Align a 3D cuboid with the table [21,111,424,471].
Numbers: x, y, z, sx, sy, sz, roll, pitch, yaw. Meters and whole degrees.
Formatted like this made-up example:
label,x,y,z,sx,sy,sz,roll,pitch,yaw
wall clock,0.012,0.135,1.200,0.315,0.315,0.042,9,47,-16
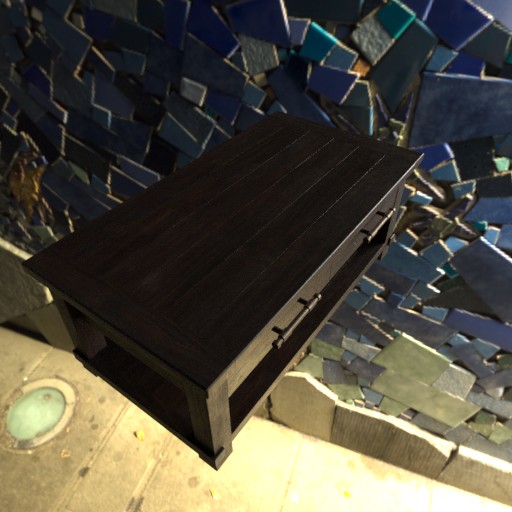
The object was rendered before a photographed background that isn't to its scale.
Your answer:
label,x,y,z,sx,sy,sz,roll,pitch,yaw
table,0.000,0.000,1.617,0.700,0.494,1.270,26,47,26
